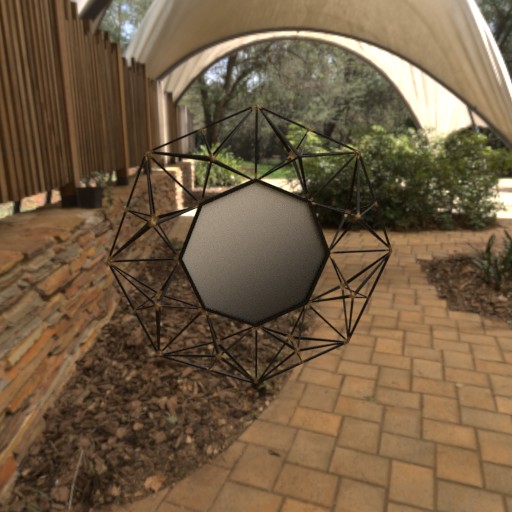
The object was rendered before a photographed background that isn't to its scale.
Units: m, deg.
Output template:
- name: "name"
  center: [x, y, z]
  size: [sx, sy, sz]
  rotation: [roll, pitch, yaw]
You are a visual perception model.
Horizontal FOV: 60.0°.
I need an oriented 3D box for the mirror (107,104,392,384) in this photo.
- name: "mirror"
  center: [0.000, 0.000, 1.095]
  size: [0.710, 0.710, 0.094]
  rotation: [-2, 15, -8]
